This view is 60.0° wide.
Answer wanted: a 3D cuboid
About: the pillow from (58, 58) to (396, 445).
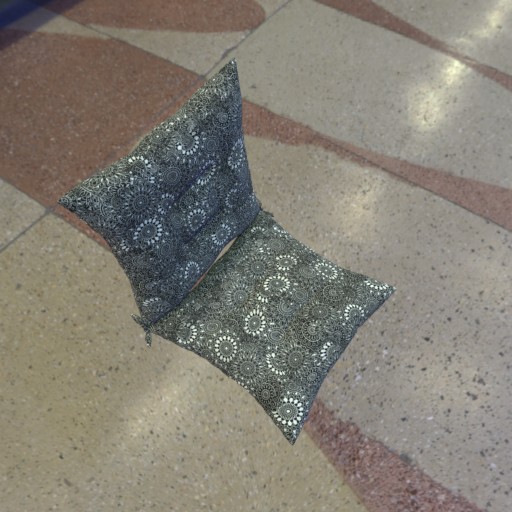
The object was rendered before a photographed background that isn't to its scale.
[{"bbox_3d":[0.000,0.000,1.018,0.585,0.536,0.541,32,63,19],"label":"pillow"}]
